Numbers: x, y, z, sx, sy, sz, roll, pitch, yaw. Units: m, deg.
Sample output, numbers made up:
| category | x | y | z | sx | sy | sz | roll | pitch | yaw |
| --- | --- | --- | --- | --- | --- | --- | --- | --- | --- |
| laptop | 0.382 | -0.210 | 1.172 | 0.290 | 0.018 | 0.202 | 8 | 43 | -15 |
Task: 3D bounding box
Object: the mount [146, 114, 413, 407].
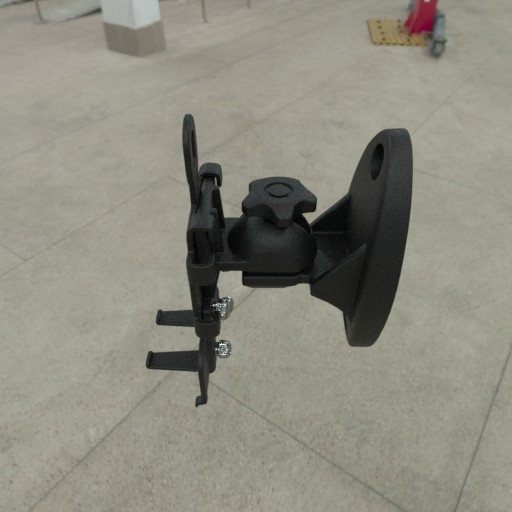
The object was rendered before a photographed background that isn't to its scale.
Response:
| category | x | y | z | sx | sy | sz | roll | pitch | yaw |
| --- | --- | --- | --- | --- | --- | --- | --- | --- | --- |
| mount | 0.000 | 0.000 | 0.180 | 0.100 | 0.118 | 0.066 | 0 | 41 | 0 |
